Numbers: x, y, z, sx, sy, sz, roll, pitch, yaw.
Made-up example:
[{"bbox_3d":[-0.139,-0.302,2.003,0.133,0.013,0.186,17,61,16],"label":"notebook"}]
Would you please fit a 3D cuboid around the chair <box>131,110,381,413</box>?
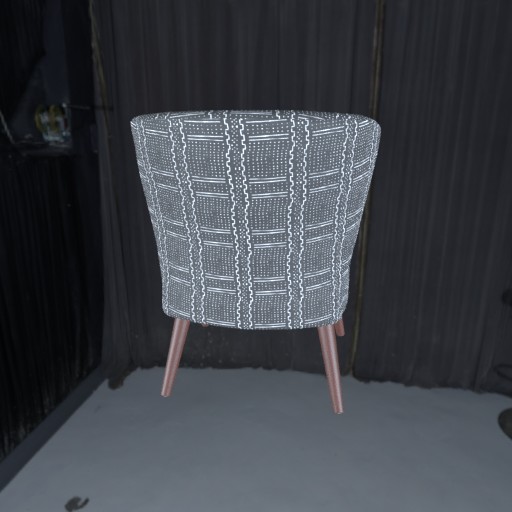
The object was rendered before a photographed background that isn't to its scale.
[{"bbox_3d":[0.000,0.000,1.423,0.710,0.866,0.758,3,16,9],"label":"chair"}]
